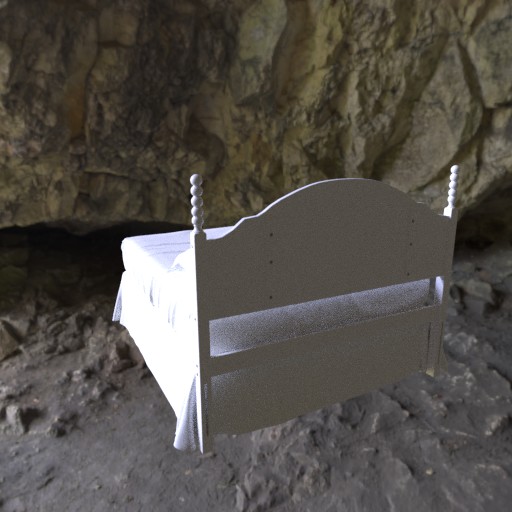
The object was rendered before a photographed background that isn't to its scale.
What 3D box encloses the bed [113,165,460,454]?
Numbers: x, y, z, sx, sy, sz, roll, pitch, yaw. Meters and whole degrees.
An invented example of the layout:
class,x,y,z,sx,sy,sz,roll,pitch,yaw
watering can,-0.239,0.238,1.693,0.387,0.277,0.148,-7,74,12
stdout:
class,x,y,z,sx,sy,sz,roll,pitch,yaw
bed,0.000,0.000,3.242,1.873,1.356,2.040,-7,16,-26
